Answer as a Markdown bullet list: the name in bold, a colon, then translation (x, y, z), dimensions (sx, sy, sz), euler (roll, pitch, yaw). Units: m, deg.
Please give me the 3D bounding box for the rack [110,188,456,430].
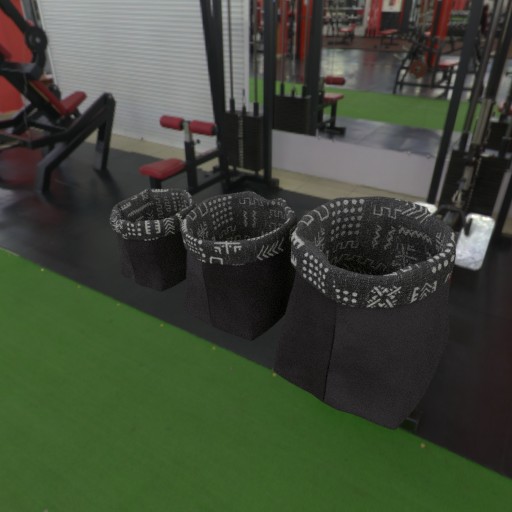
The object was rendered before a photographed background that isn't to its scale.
- **rack**: translation (0.000, 0.000, 1.082), dimensions (0.905, 0.323, 0.379), euler (19, 36, 29)
